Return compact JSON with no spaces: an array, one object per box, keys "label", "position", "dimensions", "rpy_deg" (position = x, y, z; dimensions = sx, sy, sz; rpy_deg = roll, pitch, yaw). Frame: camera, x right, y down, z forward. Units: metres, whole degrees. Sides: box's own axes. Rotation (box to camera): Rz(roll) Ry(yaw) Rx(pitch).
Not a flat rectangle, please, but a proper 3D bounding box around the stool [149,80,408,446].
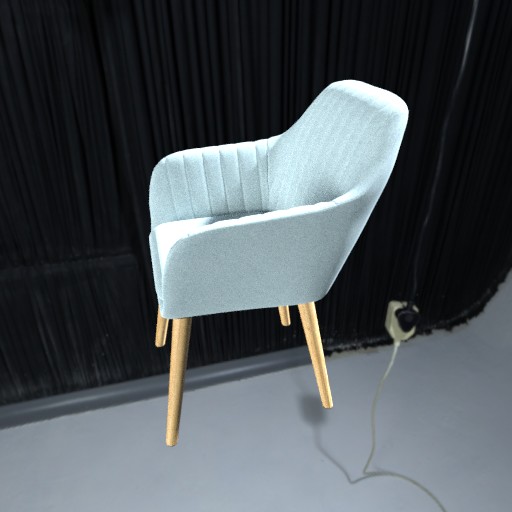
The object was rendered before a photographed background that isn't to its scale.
[{"label":"stool","position":[0.000,0.000,1.178],"dimensions":[0.590,0.830,0.503],"rpy_deg":[-8,31,-13]}]
